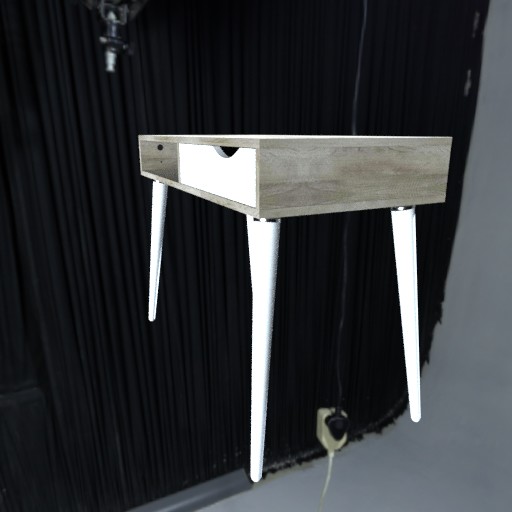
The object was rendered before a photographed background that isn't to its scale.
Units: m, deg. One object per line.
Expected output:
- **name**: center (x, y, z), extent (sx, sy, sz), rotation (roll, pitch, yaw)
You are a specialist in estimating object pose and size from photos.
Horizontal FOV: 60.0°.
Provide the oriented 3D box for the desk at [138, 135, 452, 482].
- **desk**: center (0.000, 0.000, 1.384), extent (0.491, 0.723, 0.979), rotation (-8, 17, -25)
